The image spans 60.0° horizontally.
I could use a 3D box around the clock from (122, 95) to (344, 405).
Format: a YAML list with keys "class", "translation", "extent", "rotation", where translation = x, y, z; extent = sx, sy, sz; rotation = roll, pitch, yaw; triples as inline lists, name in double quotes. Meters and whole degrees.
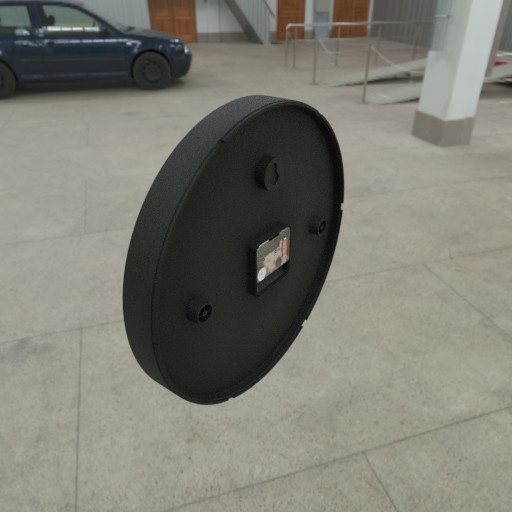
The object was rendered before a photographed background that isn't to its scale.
- class: "clock"
  translation: [0.000, 0.000, 0.431]
  extent: [0.040, 0.293, 0.293]
  rotation: [21, 37, 31]
